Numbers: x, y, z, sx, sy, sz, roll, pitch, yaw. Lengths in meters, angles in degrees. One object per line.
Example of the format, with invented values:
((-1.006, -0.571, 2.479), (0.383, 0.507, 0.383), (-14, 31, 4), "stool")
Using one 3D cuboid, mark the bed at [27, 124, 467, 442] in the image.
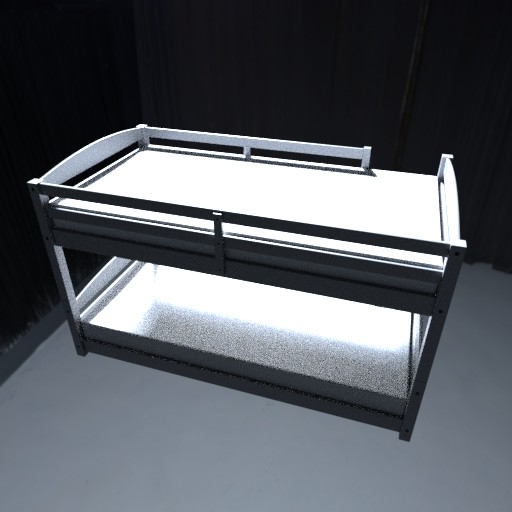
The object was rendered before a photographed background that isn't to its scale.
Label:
((0.000, 0.000, 2.654), (2.013, 1.206, 1.105), (10, 33, 15), "bed")
